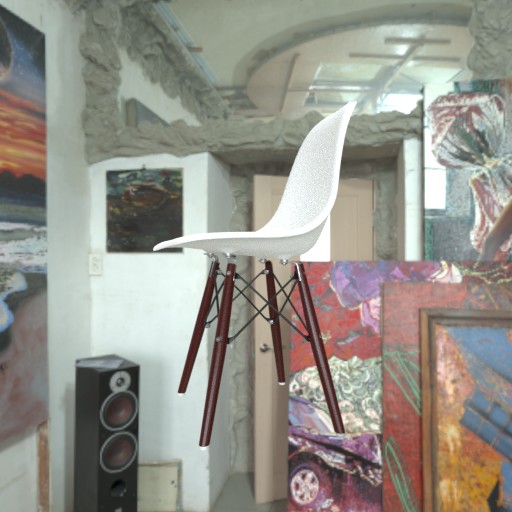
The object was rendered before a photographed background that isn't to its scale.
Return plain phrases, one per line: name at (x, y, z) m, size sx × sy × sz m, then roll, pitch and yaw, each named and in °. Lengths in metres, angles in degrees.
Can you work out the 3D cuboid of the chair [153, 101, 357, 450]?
chair at (0.000, 0.000, 1.183) m, size 0.533 × 0.826 × 0.470 m, roll 0°, pitch 0°, yaw -17°
